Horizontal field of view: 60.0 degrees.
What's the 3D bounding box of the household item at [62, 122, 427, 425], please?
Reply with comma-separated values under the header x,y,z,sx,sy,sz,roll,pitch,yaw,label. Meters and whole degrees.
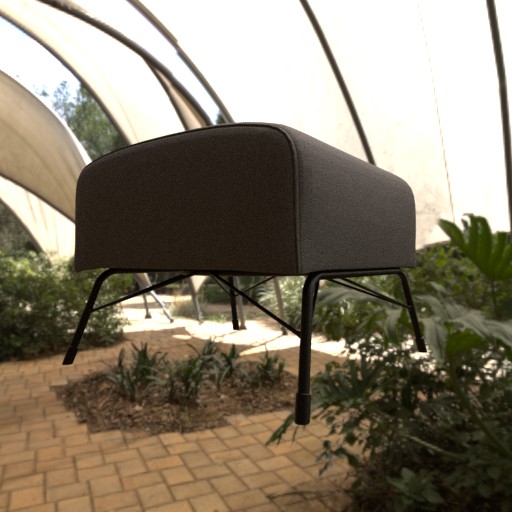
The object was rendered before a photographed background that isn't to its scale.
x,y,z,sx,sy,sz,roll,pitch,yaw,label
0.000,0.000,0.896,0.530,0.410,0.530,0,-1,36,household item
